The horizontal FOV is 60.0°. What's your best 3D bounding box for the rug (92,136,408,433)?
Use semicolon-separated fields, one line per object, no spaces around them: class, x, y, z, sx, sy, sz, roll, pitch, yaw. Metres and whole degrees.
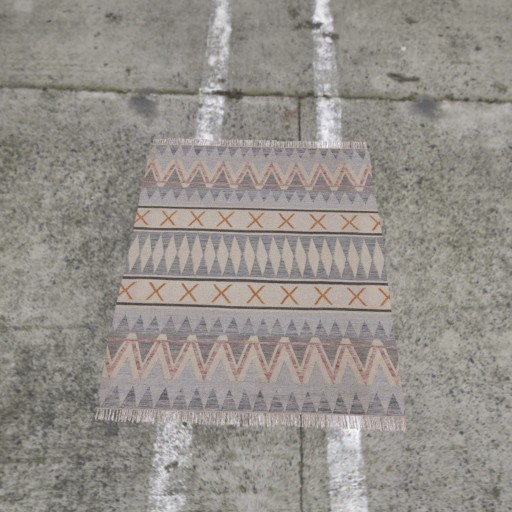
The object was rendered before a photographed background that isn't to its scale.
rug;0.000;0.000;4.059;2.371;0.012;3.000;1;59;1
